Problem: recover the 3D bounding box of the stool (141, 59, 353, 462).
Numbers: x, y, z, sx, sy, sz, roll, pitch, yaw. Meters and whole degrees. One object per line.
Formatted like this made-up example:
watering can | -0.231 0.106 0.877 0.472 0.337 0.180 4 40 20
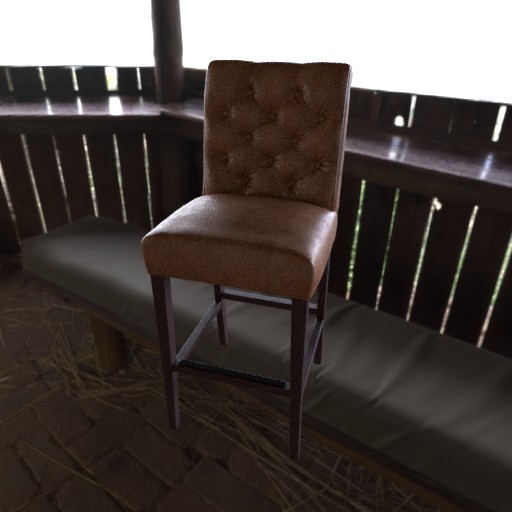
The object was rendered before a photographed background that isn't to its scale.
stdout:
stool | 0.000 0.000 1.451 0.493 1.140 0.601 8 29 15
